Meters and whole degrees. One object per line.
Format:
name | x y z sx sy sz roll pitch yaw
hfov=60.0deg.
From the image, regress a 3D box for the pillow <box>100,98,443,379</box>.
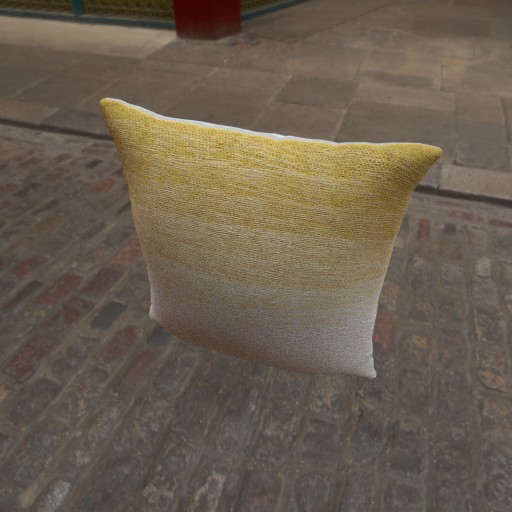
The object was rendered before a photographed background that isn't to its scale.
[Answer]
pillow | 0.000 0.000 0.699 0.450 0.450 0.211 12 42 14
